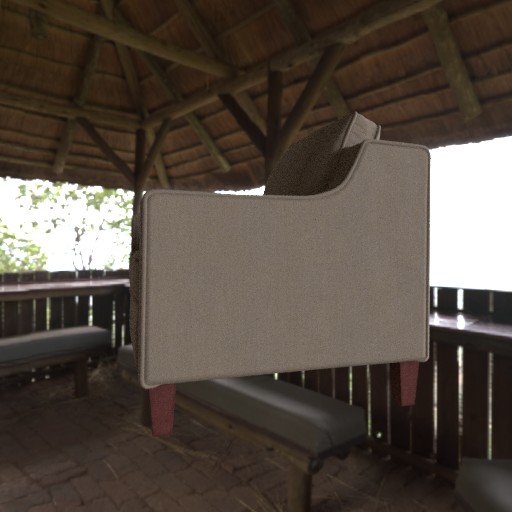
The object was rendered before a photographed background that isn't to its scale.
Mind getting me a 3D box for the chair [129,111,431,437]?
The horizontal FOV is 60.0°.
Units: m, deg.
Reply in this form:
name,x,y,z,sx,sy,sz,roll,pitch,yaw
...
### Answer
name,x,y,z,sx,sy,sz,roll,pitch,yaw
chair,0.000,0.000,1.661,0.909,0.960,0.831,0,1,-18
